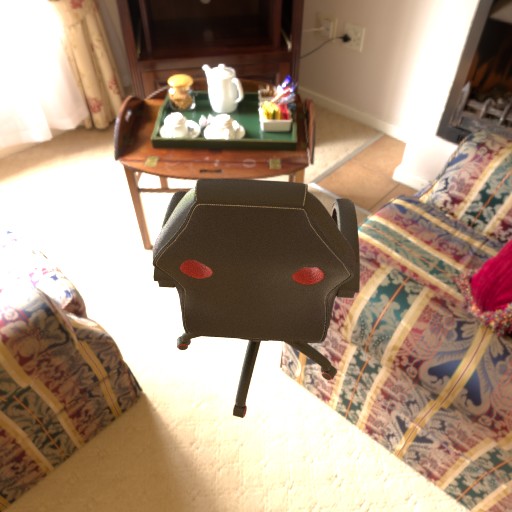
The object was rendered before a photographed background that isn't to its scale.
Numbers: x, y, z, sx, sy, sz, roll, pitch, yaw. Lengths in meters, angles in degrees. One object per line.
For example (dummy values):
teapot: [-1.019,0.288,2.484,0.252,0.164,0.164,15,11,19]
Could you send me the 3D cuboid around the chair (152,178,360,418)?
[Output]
chair: [0.000,0.000,1.700,0.750,1.189,0.783,3,46,3]
